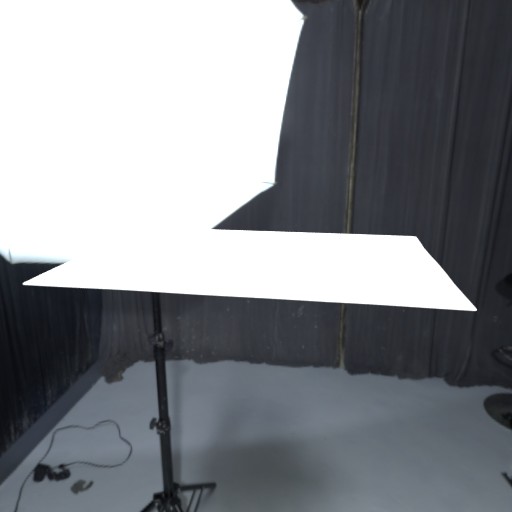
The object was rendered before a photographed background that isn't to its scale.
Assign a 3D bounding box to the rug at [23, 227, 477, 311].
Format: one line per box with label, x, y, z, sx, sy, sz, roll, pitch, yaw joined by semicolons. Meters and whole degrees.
rug;0.000;0.000;3.503;2.746;0.018;1.819;2;16;9
